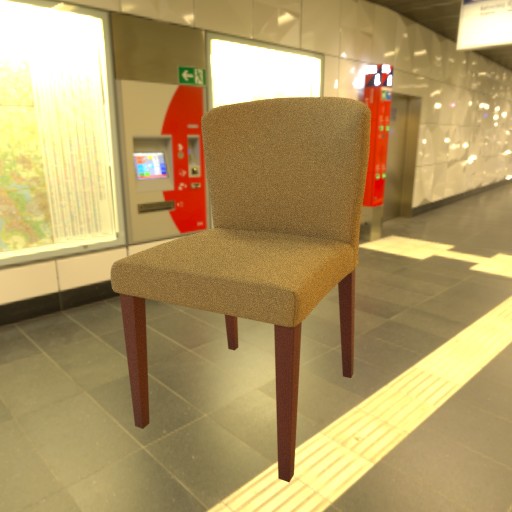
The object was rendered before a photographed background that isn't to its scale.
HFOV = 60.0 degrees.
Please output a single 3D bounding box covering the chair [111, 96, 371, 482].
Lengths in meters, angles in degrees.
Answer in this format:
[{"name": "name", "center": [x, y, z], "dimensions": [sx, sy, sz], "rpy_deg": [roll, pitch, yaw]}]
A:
[{"name": "chair", "center": [0.000, 0.000, 1.177], "dimensions": [0.491, 0.839, 0.589], "rpy_deg": [7, 17, 26]}]
